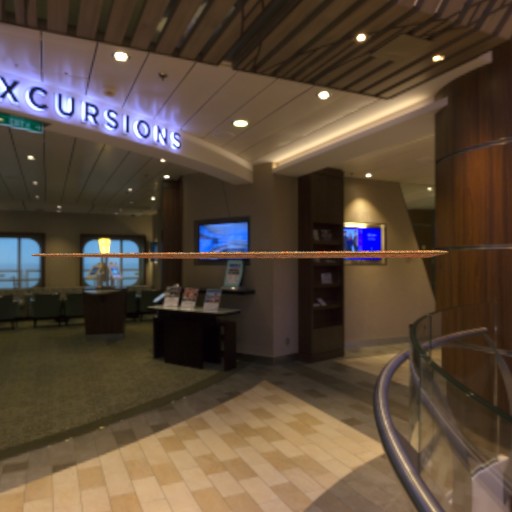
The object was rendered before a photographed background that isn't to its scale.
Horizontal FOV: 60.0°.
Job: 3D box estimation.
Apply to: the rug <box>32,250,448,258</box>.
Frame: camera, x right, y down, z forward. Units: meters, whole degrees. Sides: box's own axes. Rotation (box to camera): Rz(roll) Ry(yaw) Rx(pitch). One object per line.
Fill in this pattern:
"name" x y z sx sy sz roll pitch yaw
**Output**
"rug" 0.000 0.000 3.858 2.916 0.019 2.043 0 -1 19
